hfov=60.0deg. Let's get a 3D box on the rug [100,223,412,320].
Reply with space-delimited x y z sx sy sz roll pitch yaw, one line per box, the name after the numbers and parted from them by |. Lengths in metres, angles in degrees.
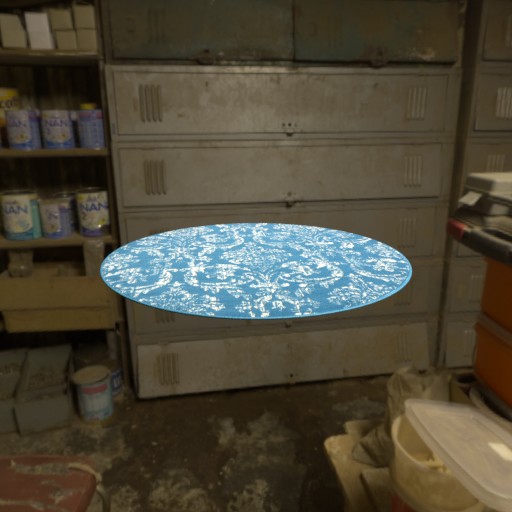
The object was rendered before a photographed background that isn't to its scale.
0.000 0.000 2.388 1.593 0.012 1.593 0 17 0 | rug
